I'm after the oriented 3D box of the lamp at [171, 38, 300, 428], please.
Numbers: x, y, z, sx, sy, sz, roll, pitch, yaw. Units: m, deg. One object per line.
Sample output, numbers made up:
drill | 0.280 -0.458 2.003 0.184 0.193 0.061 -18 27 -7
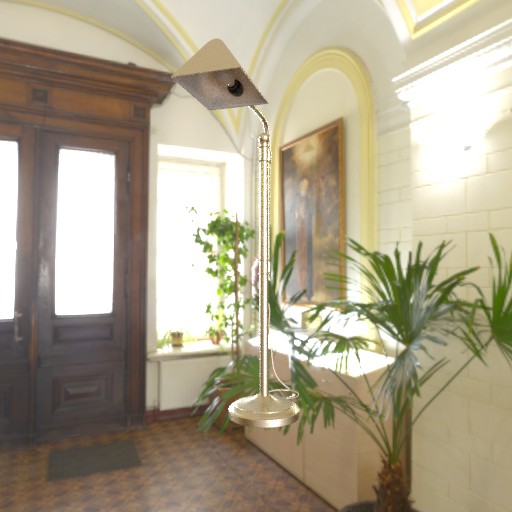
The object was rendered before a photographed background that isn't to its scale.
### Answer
lamp | 0.000 0.000 0.944 0.159 0.708 0.546 -1 -2 18
